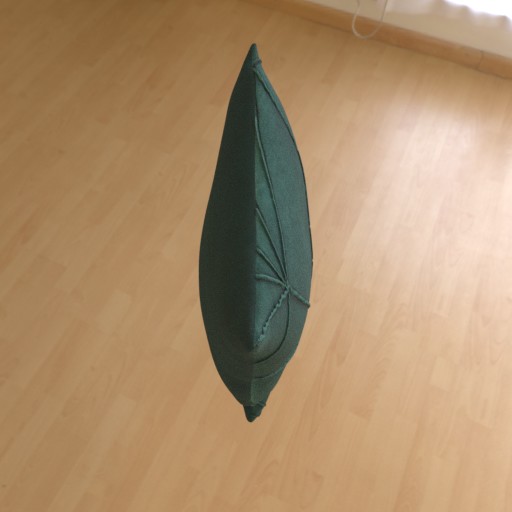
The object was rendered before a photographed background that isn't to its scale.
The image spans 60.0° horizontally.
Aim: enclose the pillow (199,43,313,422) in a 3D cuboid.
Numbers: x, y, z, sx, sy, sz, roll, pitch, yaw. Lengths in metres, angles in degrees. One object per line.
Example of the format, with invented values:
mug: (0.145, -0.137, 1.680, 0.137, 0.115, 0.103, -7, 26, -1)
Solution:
pillow: (0.000, 0.000, 0.692, 0.184, 0.440, 0.439, 0, 63, 0)
